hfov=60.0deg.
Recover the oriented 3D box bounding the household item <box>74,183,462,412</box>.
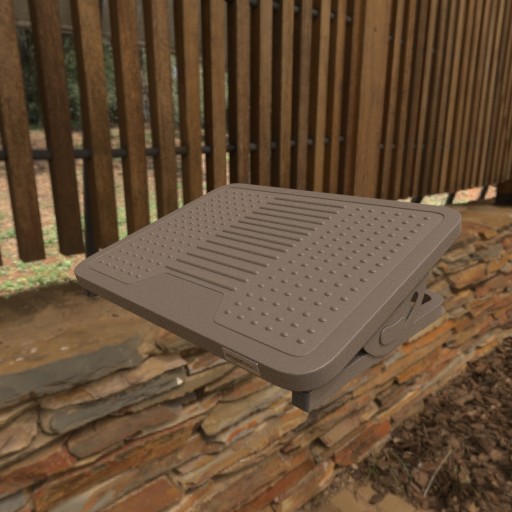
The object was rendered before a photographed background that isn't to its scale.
[{"bbox_3d":[0.000,0.000,0.536,0.390,0.126,0.301,15,21,42],"label":"household item"}]
